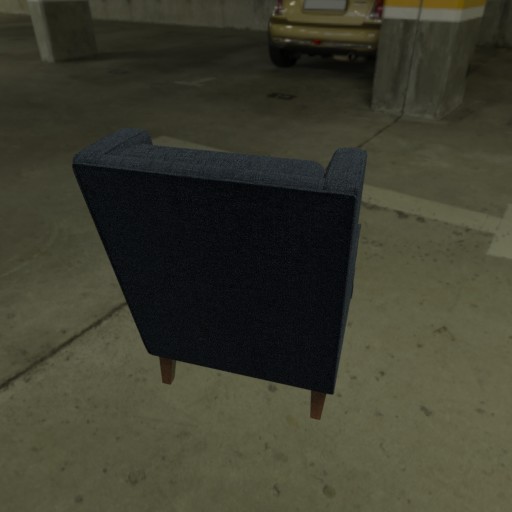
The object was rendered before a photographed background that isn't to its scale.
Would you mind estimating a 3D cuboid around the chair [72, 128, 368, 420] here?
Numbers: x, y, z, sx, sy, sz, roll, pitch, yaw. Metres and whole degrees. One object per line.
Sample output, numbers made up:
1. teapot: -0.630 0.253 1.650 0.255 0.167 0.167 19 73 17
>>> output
1. chair: 0.000 0.000 1.745 0.764 1.072 0.947 9 33 14
